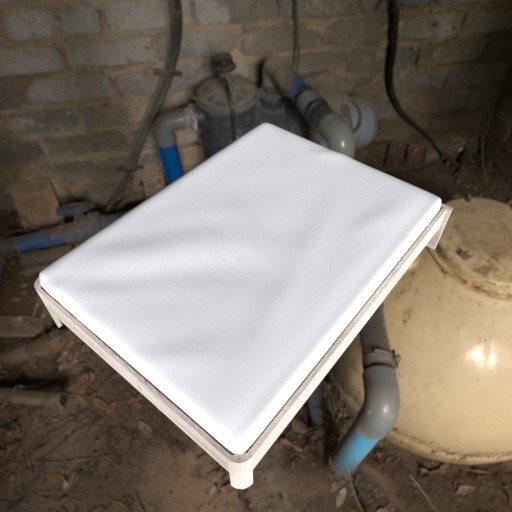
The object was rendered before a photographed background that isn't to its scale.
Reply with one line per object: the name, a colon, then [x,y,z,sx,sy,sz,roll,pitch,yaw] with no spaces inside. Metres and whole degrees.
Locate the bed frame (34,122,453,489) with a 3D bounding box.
bed frame: [0.000,0.000,2.583,1.490,0.462,1.950,31,55,25]
